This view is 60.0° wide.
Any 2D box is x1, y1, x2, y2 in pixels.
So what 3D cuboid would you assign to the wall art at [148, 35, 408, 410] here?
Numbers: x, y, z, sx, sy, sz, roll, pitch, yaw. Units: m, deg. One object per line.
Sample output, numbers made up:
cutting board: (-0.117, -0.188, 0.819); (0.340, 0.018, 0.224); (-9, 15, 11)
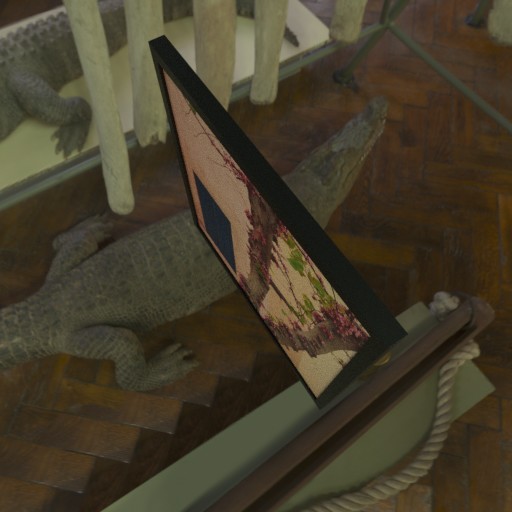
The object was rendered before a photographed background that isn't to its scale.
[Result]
wall art: (0.000, 0.000, 1.126); (0.038, 0.762, 0.762); (-30, 68, -14)
